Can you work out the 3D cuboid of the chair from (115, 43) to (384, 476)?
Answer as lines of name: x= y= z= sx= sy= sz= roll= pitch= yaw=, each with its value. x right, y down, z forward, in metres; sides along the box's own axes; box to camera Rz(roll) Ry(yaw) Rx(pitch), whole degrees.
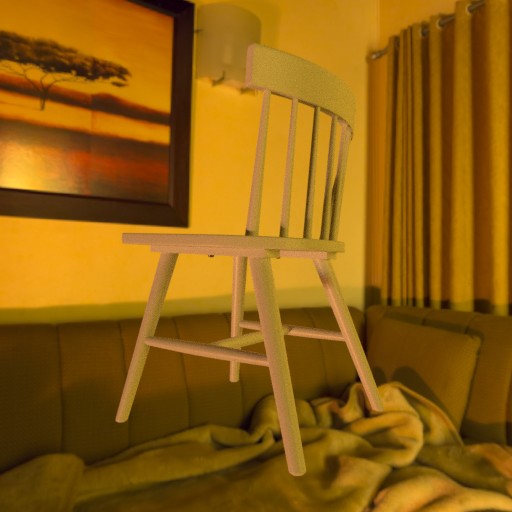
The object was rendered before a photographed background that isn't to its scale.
chair: x=0.000 y=0.000 z=1.101 sx=0.500 sy=0.787 sz=0.483 roll=-1 pitch=-1 yaw=35
